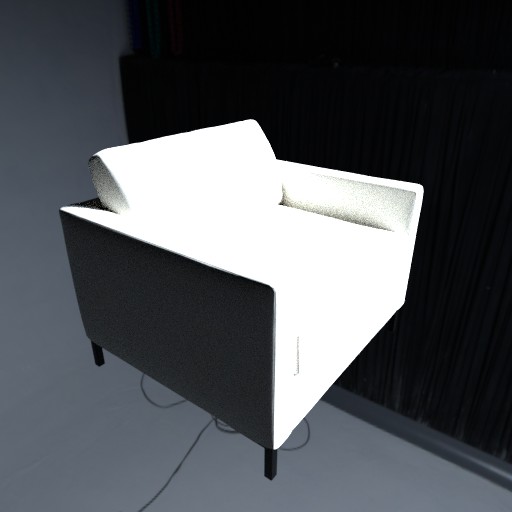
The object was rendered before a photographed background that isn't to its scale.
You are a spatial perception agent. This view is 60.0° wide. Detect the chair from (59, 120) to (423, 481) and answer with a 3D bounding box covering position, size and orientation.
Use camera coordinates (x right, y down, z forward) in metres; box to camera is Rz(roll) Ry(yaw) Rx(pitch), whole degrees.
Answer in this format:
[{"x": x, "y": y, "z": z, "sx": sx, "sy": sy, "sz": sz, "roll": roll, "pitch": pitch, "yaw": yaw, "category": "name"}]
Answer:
[{"x": 0.000, "y": 0.000, "z": 1.584, "sx": 0.875, "sy": 0.806, "sz": 0.964, "roll": 18, "pitch": 31, "yaw": 33, "category": "chair"}]
